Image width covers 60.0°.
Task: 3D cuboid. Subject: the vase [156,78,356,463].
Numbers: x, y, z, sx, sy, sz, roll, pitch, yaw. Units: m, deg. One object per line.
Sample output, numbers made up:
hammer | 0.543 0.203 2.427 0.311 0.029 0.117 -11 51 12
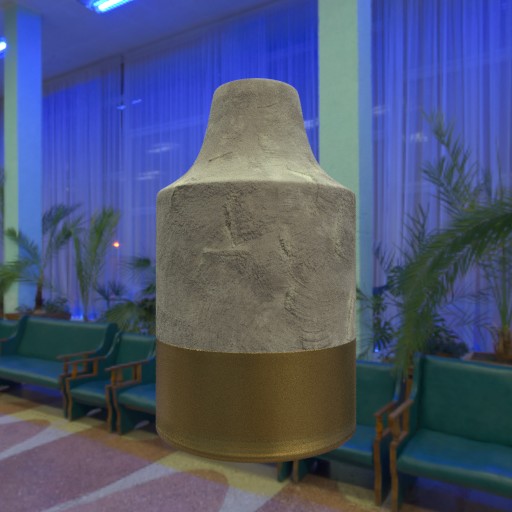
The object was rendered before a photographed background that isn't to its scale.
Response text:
vase | 0.000 0.000 0.418 0.184 0.305 0.184 0 0 0
